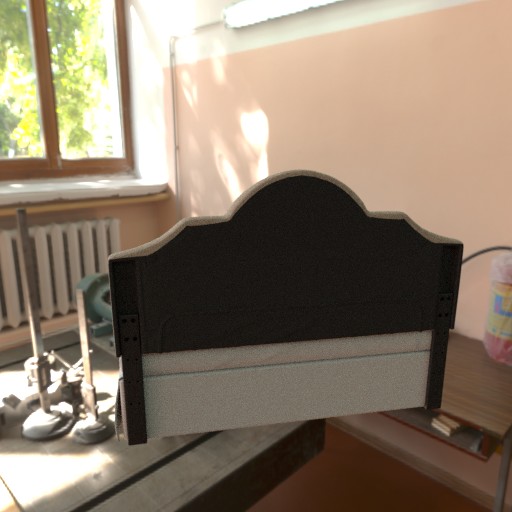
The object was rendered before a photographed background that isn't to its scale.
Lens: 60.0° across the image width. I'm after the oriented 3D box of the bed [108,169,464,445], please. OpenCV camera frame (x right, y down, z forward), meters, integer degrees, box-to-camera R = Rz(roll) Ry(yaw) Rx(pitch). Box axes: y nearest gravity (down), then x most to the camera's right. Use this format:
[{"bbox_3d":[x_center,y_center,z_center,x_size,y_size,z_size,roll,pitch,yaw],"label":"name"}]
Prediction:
[{"bbox_3d":[0.000,0.000,2.881,1.667,1.194,1.970,-3,14,-11],"label":"bed"}]
